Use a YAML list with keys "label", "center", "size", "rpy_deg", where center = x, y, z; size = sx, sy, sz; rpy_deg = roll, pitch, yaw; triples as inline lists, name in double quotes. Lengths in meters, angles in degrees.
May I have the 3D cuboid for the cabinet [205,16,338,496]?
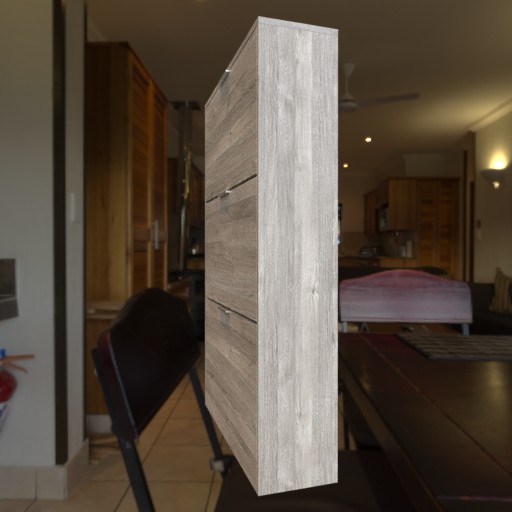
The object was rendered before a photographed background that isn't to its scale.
- label: "cabinet"
  center: [0.000, 0.000, 1.573]
  size: [0.250, 1.280, 0.750]
  rpy_deg: [0, 0, -17]
